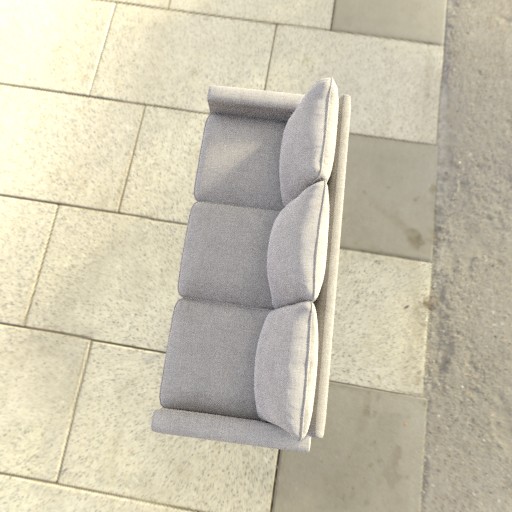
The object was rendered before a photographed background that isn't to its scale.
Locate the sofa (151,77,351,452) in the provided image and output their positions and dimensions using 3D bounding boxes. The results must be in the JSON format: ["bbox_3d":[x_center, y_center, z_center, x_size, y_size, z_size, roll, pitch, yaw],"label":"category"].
[{"bbox_3d":[0.000,0.000,2.482,0.828,0.959,1.925,7,76,2],"label":"sofa"}]
